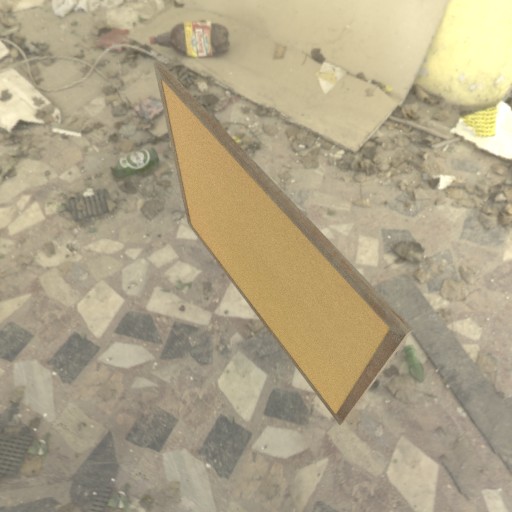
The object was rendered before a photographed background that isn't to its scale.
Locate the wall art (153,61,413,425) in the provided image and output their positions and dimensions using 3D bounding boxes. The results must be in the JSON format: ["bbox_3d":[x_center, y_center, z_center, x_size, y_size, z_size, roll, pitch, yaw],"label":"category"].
[{"bbox_3d":[0.000,0.000,1.378,0.019,0.774,1.012,-30,62,-18],"label":"wall art"}]
